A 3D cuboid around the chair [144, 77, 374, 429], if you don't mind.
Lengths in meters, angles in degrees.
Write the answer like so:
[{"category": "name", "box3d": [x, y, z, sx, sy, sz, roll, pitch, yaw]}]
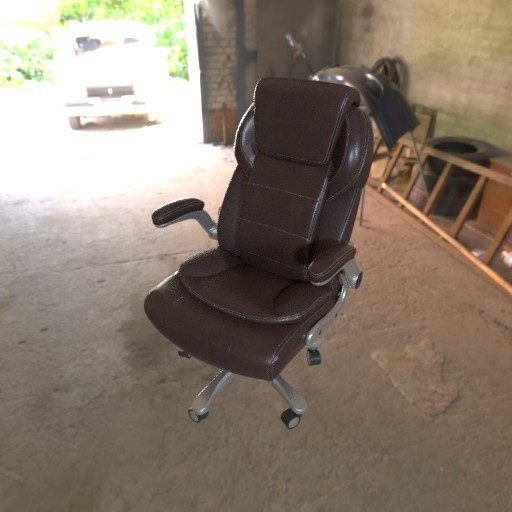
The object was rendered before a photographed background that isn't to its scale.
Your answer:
[{"category": "chair", "box3d": [0.000, 0.000, 1.661, 0.733, 1.160, 0.774, 20, 36, 29]}]
